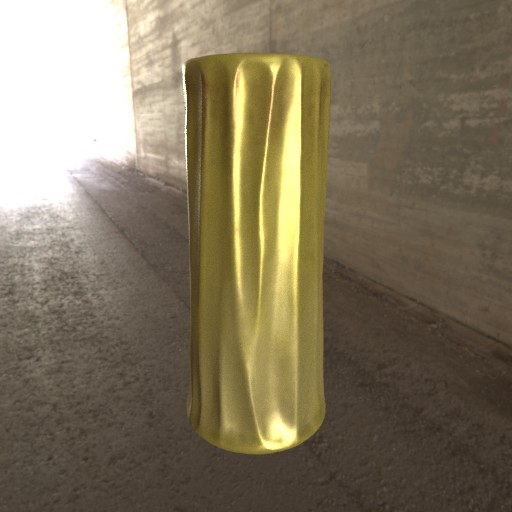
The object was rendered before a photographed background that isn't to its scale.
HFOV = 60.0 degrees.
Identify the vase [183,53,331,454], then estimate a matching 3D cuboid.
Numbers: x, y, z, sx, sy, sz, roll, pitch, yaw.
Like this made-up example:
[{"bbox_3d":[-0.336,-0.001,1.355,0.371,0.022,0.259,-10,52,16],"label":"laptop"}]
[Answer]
[{"bbox_3d":[0.000,0.000,0.178,0.061,0.143,0.061,0,16,0],"label":"vase"}]
